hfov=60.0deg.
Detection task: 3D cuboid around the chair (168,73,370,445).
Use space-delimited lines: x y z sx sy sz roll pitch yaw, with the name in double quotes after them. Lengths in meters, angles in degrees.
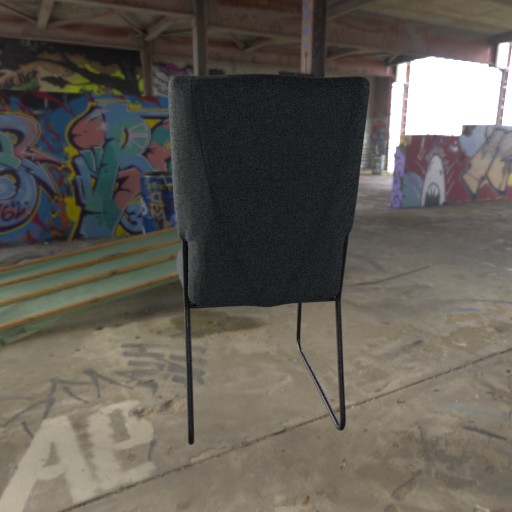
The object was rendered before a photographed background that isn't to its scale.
0.000 0.000 1.310 0.480 0.931 0.635 -2 15 -8 "chair"
